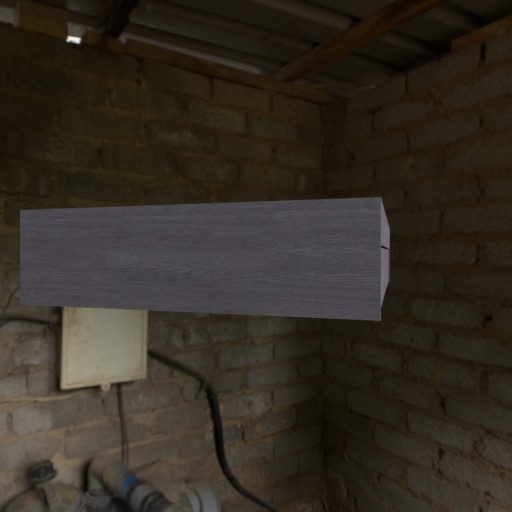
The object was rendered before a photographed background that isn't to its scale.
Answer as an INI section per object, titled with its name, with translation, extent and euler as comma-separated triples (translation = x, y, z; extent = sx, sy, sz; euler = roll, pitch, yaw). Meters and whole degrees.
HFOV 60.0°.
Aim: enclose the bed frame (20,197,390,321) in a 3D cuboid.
[bed frame]
translation = 0.000, 0.000, 2.557
extent = 1.448, 0.459, 1.944
euler = 0, 1, 18
